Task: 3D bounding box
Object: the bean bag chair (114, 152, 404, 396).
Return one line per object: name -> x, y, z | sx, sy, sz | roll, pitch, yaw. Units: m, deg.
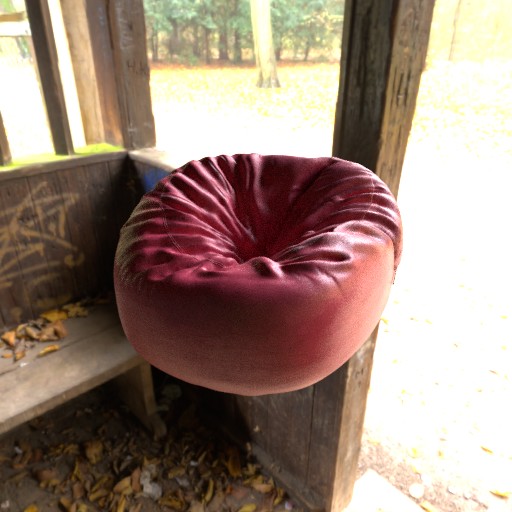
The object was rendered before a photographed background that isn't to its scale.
bean bag chair -> 0.000, 0.000, 2.442 | 1.524, 0.878, 1.524 | 9, 29, 17
